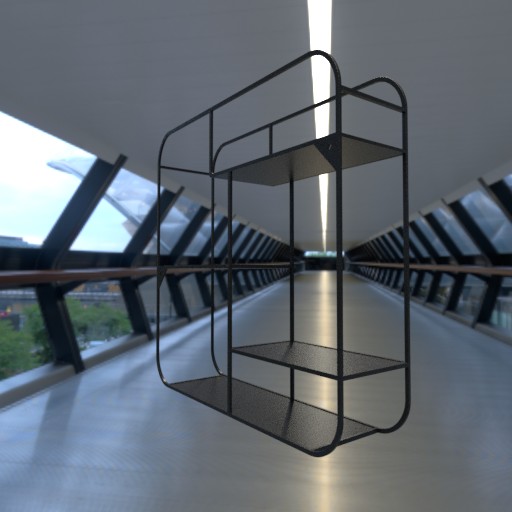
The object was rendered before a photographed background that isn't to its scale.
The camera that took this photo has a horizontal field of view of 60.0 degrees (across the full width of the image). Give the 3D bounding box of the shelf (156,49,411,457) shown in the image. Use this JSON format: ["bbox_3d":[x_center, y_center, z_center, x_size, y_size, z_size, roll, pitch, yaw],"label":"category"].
[{"bbox_3d":[0.000,0.000,0.897,0.160,0.600,0.600,1,-2,-37],"label":"shelf"}]
